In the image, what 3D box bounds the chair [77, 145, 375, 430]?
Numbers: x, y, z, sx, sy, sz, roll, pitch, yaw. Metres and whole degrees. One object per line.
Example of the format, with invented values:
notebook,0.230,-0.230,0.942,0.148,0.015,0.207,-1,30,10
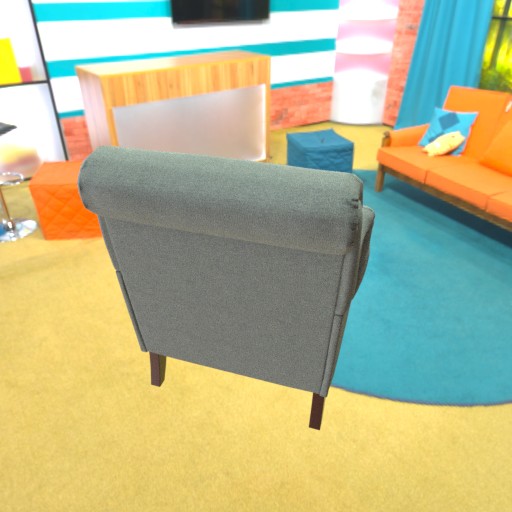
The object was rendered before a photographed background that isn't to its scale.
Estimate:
chair,0.000,0.000,2.003,0.964,1.178,1.060,10,33,15
